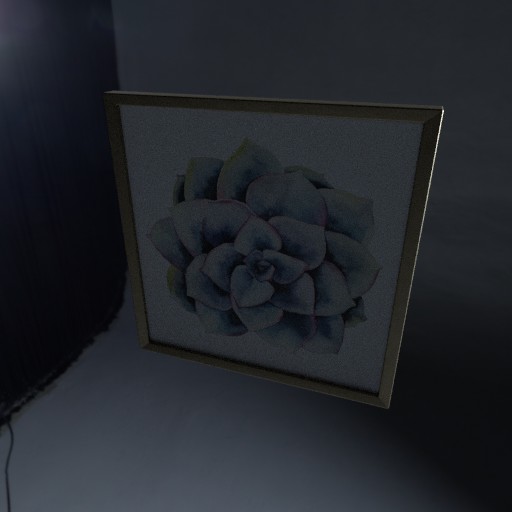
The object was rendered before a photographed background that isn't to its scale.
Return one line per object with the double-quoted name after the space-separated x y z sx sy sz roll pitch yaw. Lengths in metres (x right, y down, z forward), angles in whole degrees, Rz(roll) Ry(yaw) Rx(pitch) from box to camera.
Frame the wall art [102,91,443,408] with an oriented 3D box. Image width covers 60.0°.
0.000 0.000 0.751 0.503 0.506 0.030 9 28 17 "wall art"
